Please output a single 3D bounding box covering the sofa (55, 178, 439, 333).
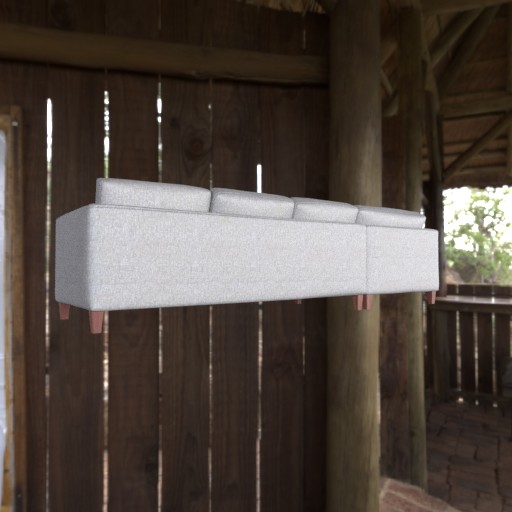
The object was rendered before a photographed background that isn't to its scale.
[{"bbox_3d":[0.000,0.000,3.817,3.201,0.876,1.502,1,-1,-35],"label":"sofa"}]
